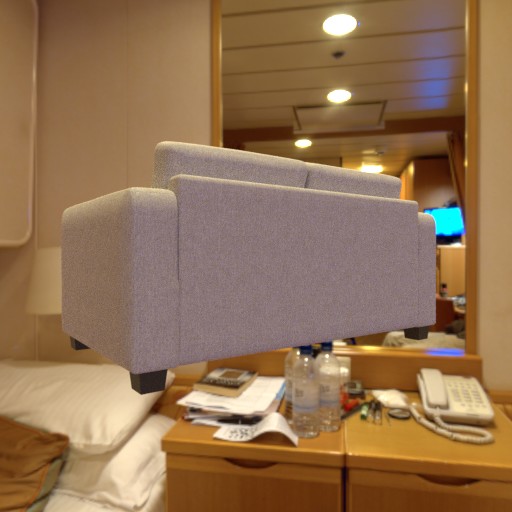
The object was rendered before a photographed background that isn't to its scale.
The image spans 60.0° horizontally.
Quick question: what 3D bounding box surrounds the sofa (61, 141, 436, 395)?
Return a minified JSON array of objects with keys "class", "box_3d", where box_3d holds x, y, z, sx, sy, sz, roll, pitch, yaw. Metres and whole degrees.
[{"class":"sofa","box_3d":[0.000,0.000,2.052,1.540,0.800,0.900,0,1,-36]}]
